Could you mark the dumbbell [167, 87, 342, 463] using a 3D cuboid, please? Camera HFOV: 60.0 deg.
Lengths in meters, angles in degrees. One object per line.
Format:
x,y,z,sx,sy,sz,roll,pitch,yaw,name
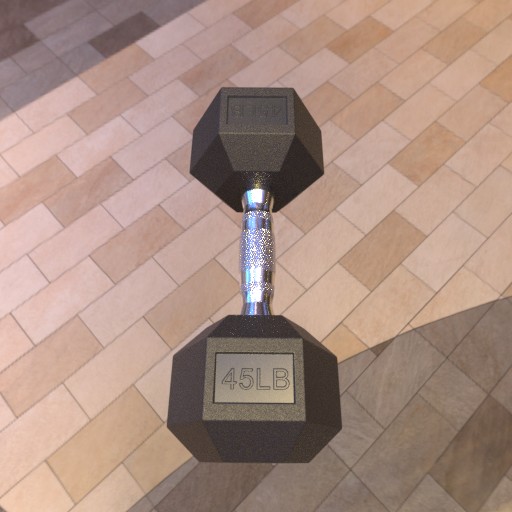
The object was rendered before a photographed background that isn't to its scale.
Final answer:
0.000,0.000,0.422,0.141,0.123,0.356,0,64,0,dumbbell
